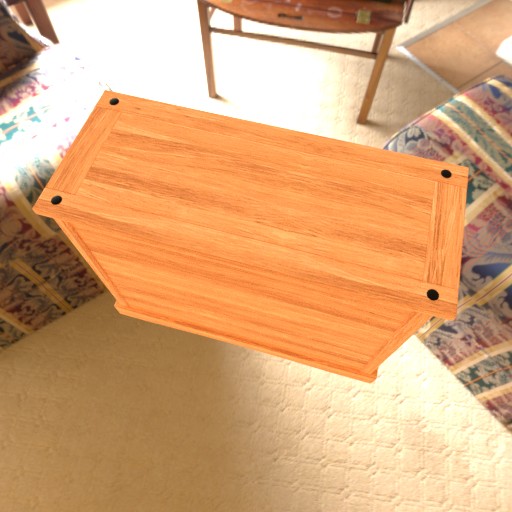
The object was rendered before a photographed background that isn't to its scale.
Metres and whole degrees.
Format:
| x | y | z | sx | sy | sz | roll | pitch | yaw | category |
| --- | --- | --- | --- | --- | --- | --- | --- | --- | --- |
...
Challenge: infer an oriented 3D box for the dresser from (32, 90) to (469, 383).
| x | y | z | sx | sy | sz | roll | pitch | yaw | category |
| --- | --- | --- | --- | --- | --- | --- | --- | --- | --- |
| 0.000 | 0.000 | 1.406 | 0.990 | 0.740 | 0.410 | 14 | 64 | 7 | dresser |
